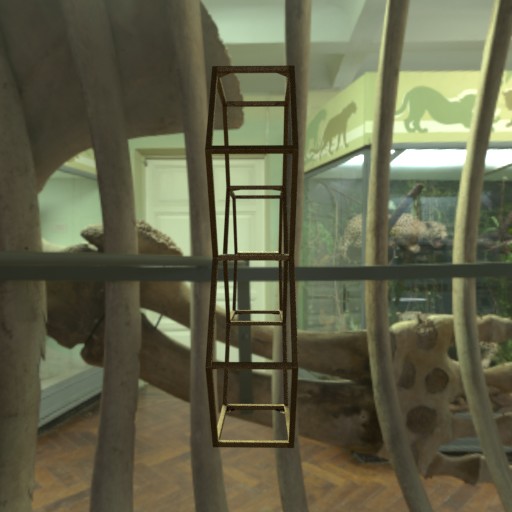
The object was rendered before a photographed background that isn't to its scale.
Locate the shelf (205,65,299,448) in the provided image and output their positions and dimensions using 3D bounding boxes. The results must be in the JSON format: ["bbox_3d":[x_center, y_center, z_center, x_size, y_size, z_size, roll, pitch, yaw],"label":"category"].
[{"bbox_3d":[0.000,0.000,1.065,0.150,0.701,0.708,0,1,1],"label":"shelf"}]
